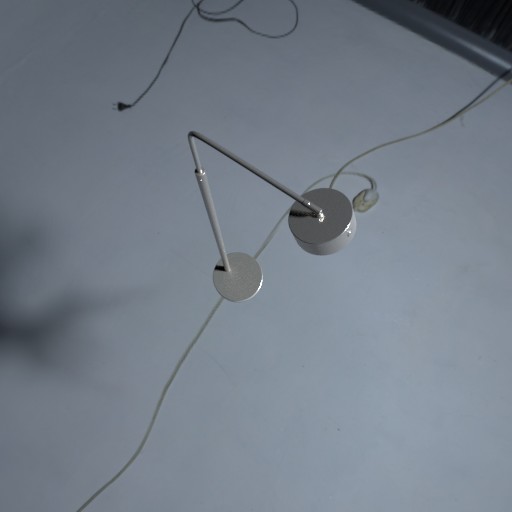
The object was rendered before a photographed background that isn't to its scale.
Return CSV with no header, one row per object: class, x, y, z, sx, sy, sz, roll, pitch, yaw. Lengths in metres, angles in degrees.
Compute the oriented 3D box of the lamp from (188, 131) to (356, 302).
lamp,0.000,0.000,1.399,0.421,1.250,0.222,34,78,8
